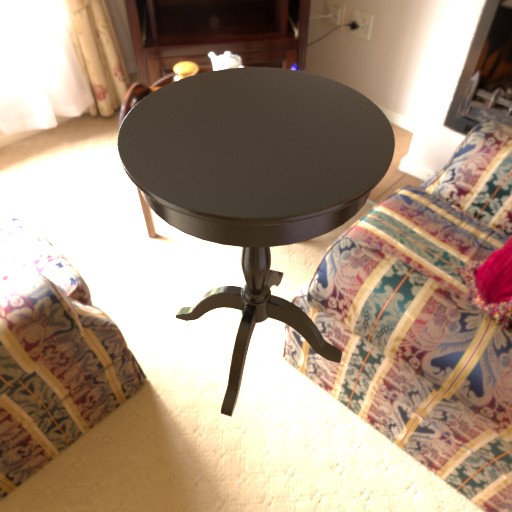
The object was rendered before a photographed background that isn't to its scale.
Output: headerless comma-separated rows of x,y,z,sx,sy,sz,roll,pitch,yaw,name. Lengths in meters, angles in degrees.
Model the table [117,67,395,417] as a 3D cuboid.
0.000,0.000,1.017,0.481,0.665,0.481,0,47,0,table
